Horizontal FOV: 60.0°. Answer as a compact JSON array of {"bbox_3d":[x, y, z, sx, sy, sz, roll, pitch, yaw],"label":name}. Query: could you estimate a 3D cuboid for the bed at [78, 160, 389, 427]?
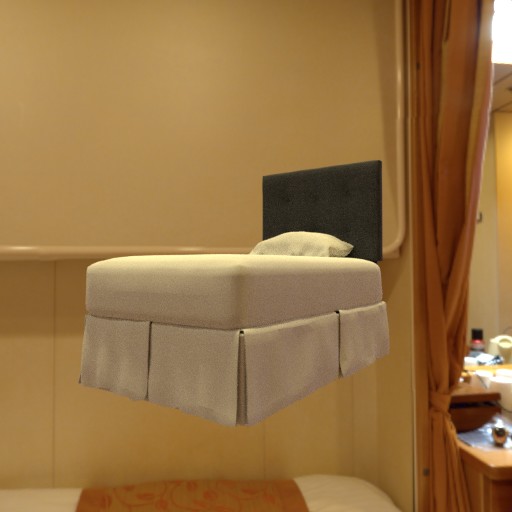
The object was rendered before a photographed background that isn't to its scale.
[{"bbox_3d":[0.000,0.000,3.093,1.261,1.571,1.997,-1,-1,35],"label":"bed"}]
